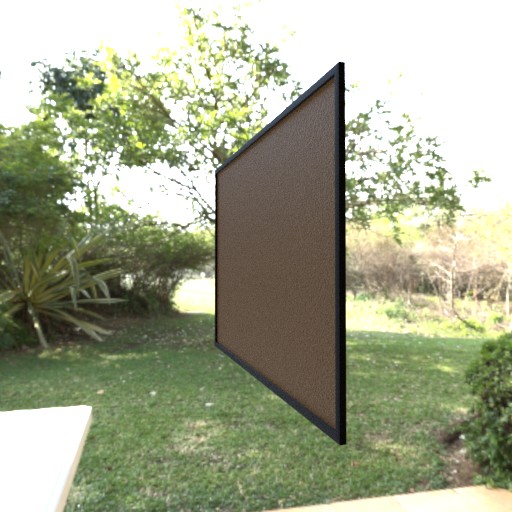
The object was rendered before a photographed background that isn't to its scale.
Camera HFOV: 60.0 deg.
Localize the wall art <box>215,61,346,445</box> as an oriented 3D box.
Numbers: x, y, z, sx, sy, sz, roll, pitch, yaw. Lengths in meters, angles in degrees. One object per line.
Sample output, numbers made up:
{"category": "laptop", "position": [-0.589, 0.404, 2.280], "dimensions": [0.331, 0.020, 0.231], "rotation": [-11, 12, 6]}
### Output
{"category": "wall art", "position": [0.000, 0.000, 1.225], "dimensions": [0.013, 0.665, 0.963], "rotation": [0, -1, -18]}
